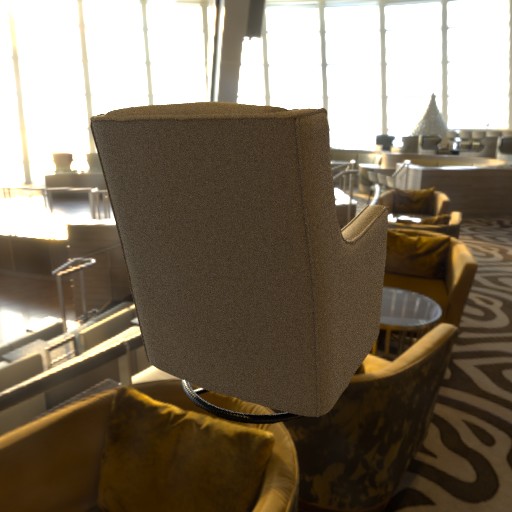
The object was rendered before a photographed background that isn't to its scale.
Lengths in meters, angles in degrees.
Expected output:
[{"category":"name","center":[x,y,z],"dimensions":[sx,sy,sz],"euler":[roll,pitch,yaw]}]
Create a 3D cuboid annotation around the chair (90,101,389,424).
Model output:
[{"category":"chair","center":[0.000,0.000,1.563],"dimensions":[0.732,0.993,0.879],"euler":[9,18,28]}]
